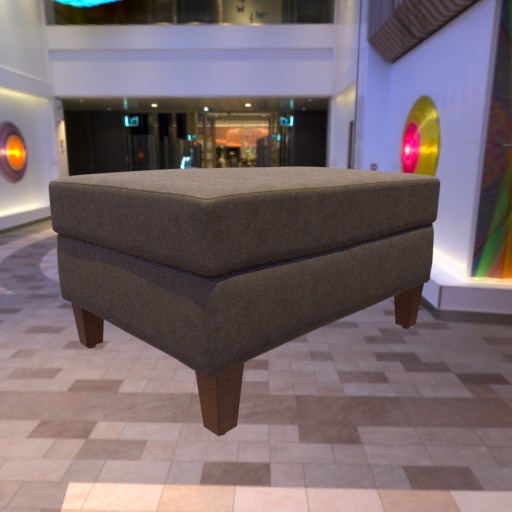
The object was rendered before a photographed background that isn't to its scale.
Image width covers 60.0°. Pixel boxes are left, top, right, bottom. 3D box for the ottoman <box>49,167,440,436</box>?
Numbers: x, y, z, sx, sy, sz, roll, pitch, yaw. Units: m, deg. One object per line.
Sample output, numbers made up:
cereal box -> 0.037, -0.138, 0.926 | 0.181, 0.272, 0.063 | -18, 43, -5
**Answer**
ottoman -> 0.000, 0.000, 1.190 | 0.639, 0.464, 0.839 | 12, 18, 44
